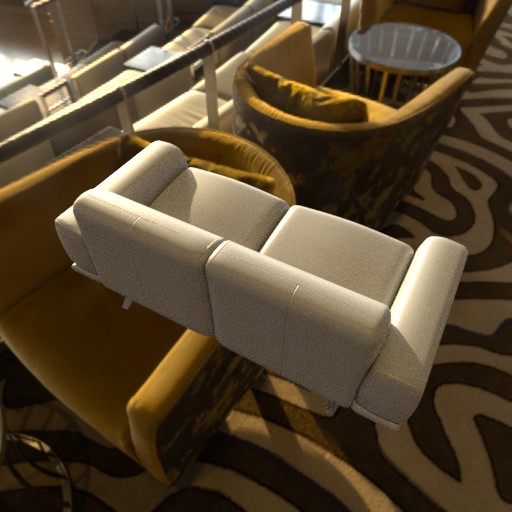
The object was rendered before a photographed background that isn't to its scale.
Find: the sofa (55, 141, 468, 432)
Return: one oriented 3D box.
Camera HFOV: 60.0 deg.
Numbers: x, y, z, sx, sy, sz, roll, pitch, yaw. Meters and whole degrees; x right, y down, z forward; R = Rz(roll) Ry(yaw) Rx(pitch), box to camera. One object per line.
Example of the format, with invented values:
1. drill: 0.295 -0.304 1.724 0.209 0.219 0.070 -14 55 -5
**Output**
1. sofa: 0.000 0.000 2.303 1.901 0.772 0.900 23 51 19
